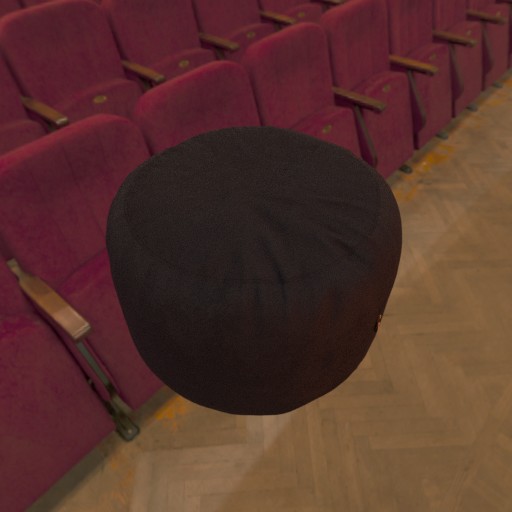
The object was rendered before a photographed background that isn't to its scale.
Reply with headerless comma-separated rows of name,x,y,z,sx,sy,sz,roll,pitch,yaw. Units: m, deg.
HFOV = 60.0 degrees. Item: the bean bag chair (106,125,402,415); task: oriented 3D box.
bean bag chair,0.000,0.000,1.968,1.219,0.762,1.219,0,44,0
